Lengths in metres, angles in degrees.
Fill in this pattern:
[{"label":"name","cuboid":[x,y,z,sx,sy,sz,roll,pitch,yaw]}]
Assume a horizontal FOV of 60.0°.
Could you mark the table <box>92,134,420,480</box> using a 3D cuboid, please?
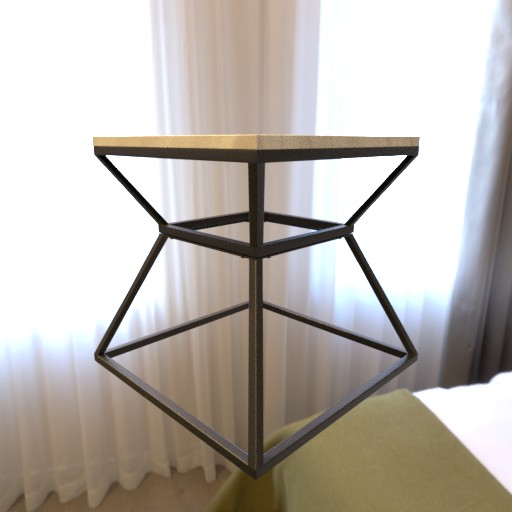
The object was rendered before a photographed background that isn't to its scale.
[{"label":"table","cuboid":[0.000,0.000,0.827,0.455,0.431,0.455,-14,20,-43]}]
